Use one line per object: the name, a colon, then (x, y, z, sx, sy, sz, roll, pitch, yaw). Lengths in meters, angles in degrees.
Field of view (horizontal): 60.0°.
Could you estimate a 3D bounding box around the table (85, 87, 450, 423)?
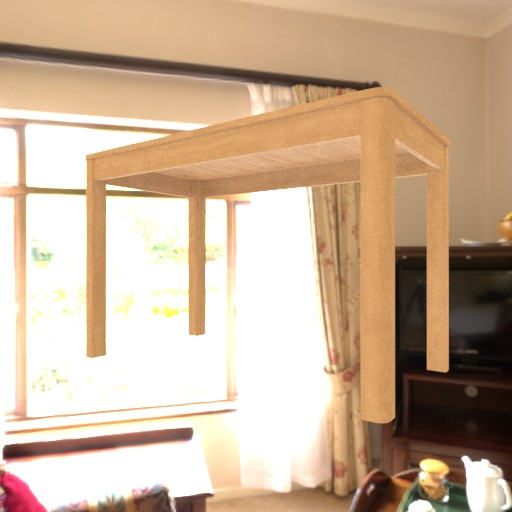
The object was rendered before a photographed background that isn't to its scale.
table: (0.000, 0.000, 1.877, 1.400, 0.900, 0.750, 0, 0, 36)
